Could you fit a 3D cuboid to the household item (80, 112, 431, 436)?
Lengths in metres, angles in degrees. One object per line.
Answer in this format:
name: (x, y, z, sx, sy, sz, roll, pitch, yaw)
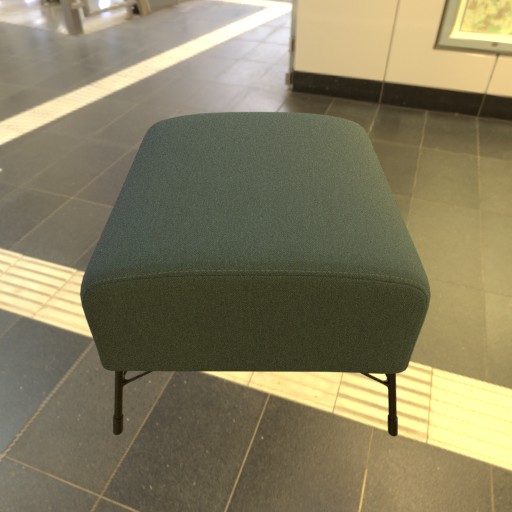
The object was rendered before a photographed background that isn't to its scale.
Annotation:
household item: (0.000, 0.000, 0.882, 0.530, 0.420, 0.530, 0, 41, 0)
